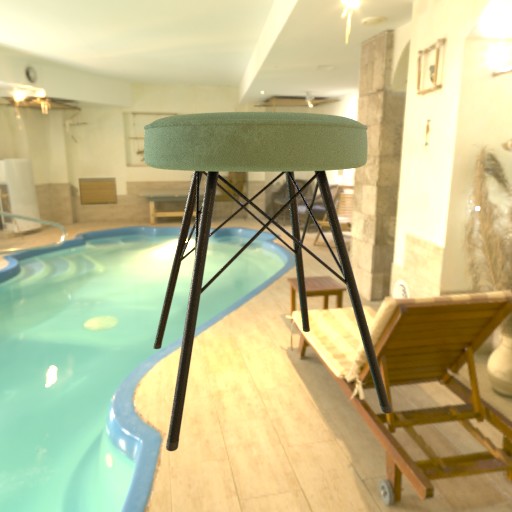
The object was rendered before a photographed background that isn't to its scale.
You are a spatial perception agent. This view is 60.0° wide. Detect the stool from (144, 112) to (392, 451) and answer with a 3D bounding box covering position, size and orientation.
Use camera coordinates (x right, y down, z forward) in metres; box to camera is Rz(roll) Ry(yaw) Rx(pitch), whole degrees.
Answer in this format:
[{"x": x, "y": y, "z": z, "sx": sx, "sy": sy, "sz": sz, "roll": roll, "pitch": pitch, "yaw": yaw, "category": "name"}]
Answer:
[{"x": 0.000, "y": 0.000, "z": 0.879, "sx": 0.457, "sy": 0.519, "sz": 0.458, "roll": -2, "pitch": 13, "yaw": -7, "category": "stool"}]
